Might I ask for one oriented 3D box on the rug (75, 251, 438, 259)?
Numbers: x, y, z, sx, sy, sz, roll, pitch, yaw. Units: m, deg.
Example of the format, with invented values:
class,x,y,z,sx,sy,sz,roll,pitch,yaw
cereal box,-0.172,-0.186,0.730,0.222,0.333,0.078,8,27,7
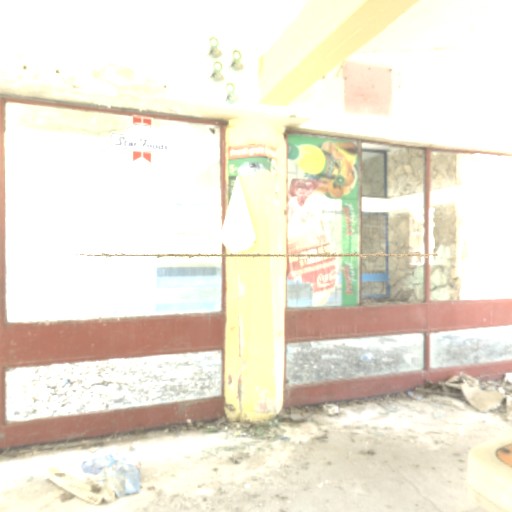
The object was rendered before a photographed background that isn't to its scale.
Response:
class,x,y,z,sx,sy,sz,roll,pitch,yaw
rug,0.000,0.000,2.481,1.224,0.027,2.021,0,0,0
